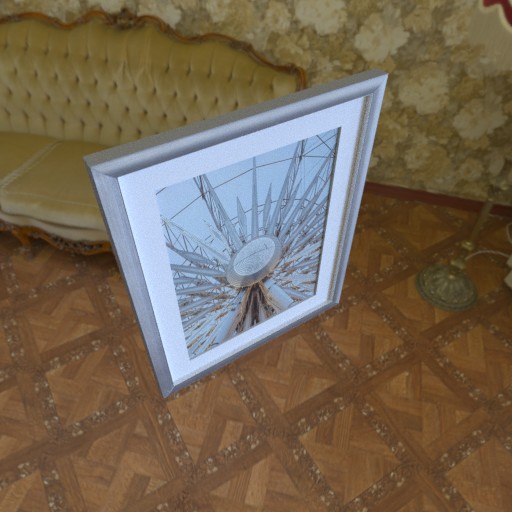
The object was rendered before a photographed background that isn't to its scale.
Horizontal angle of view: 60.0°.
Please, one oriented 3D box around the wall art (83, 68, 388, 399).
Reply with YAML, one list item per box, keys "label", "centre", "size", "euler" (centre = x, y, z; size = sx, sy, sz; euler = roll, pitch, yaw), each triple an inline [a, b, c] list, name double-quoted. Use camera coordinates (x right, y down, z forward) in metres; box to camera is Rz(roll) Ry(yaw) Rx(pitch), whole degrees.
- label: "wall art"
  centre: [0.000, 0.000, 0.789]
  size: [0.458, 0.558, 0.029]
  euler: [-24, 51, -22]
